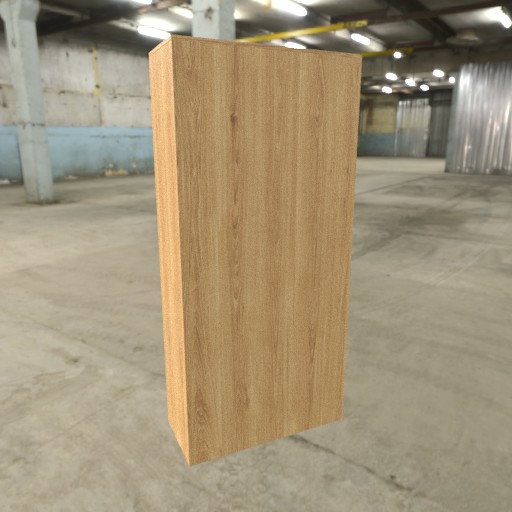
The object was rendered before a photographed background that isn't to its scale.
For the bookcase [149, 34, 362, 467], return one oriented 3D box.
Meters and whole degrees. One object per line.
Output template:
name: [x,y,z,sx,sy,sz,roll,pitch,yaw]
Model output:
bookcase: [0.000,0.000,2.394,0.950,2.020,0.420,-7,16,-25]
